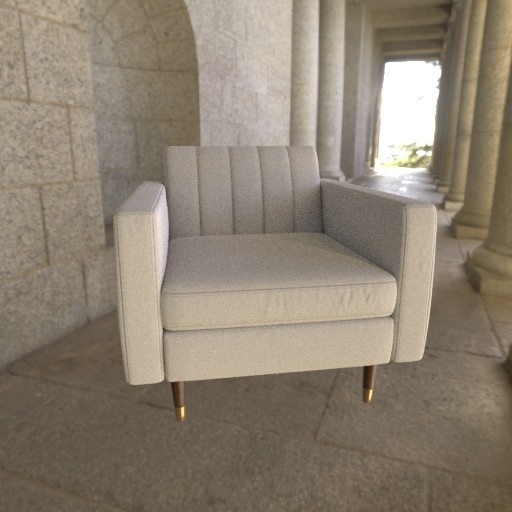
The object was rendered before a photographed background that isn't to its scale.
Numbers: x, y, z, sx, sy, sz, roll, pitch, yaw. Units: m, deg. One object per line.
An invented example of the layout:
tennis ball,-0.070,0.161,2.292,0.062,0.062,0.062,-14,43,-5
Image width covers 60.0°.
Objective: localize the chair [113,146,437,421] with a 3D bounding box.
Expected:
chair,0.000,0.000,1.711,0.953,0.819,0.998,-2,15,-9
